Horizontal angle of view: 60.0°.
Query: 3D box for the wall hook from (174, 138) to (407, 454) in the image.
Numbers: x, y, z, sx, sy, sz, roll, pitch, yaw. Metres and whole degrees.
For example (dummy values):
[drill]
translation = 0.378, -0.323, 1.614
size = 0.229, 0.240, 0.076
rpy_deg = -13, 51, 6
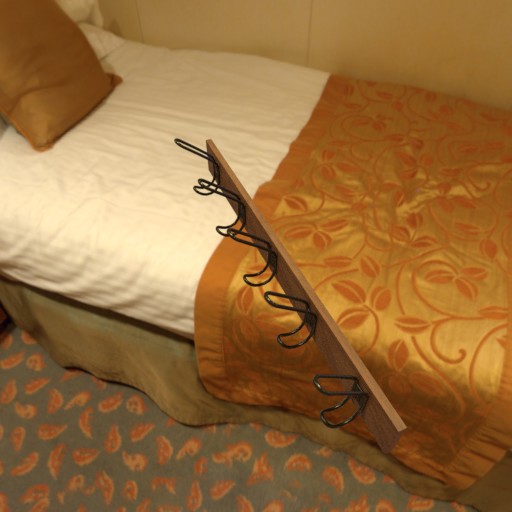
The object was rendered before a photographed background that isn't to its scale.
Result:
[wall hook]
translation = 0.000, 0.000, 0.602
size = 0.076, 0.116, 0.554
rpy_deg = -18, 50, -16
